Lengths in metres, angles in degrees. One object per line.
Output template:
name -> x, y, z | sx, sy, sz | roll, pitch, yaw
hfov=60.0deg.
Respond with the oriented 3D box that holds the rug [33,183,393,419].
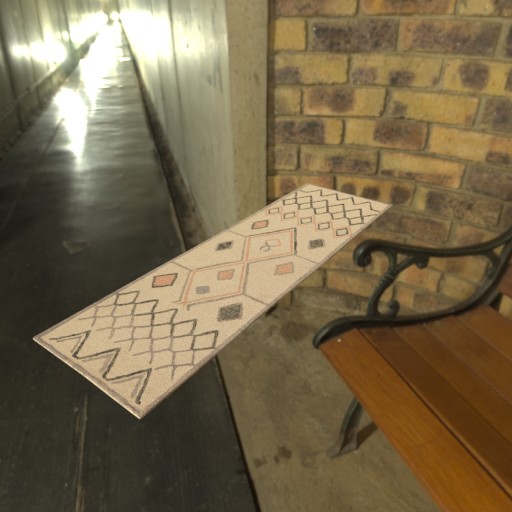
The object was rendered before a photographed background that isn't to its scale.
rug -> 0.000, 0.000, 2.687 | 0.750, 0.011, 2.435 | 21, 36, 31
